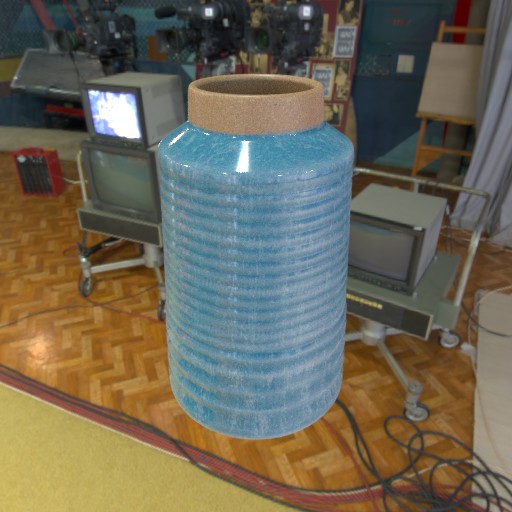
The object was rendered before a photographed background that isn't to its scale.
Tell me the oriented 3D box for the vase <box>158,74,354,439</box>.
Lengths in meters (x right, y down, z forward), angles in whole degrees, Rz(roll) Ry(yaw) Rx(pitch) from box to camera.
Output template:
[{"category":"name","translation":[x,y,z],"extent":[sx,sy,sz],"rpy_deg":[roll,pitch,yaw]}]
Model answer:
[{"category":"vase","translation":[0.000,0.000,0.363],"extent":[0.163,0.267,0.163],"rpy_deg":[0,30,0]}]
